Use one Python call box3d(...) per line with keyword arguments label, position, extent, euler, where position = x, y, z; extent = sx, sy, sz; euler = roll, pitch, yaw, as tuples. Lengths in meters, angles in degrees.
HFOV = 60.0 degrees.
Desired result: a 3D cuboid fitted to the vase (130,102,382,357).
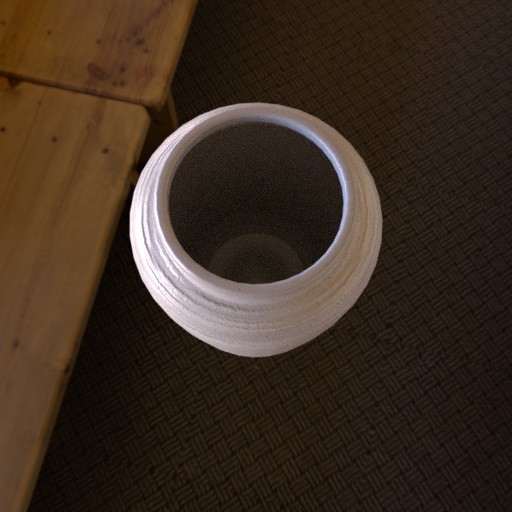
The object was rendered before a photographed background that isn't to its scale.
box3d(label="vase", position=(0.000, 0.000, 0.459), extent=(0.202, 0.335, 0.202), euler=(0, 76, 0))
